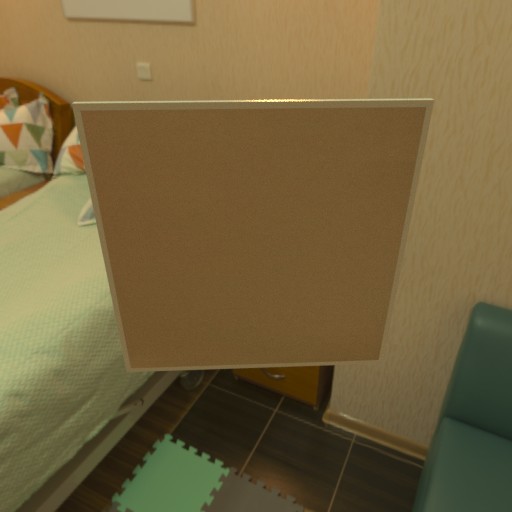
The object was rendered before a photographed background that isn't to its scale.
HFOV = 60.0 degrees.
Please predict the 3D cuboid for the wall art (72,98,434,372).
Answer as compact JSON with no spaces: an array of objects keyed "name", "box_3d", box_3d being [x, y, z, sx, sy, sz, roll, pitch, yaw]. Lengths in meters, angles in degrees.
[{"name":"wall art","box_3d":[0.000,0.000,0.827,0.557,0.557,0.012,-1,31,-2]}]
